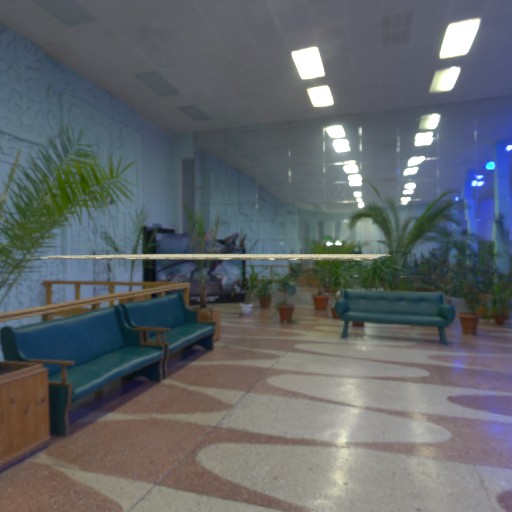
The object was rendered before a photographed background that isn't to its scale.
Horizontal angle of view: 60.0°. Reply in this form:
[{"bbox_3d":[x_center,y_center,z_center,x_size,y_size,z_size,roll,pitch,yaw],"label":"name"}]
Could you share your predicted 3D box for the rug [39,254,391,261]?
[{"bbox_3d":[0.000,0.000,4.244,2.388,0.030,3.213,0,0,19],"label":"rug"}]
